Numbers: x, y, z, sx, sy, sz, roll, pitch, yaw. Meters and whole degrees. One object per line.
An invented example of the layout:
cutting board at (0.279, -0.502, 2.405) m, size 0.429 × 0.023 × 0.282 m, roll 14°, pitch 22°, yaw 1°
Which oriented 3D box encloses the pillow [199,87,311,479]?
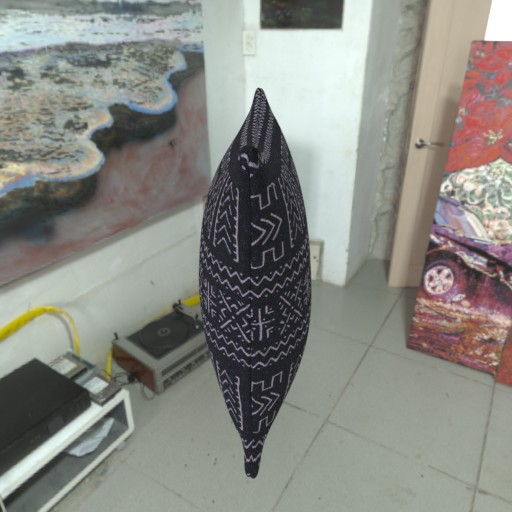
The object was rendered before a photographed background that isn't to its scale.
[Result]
pillow at (0.000, 0.000, 0.663) m, size 0.164 × 0.430 × 0.438 m, roll 1°, pitch 27°, yaw 2°
